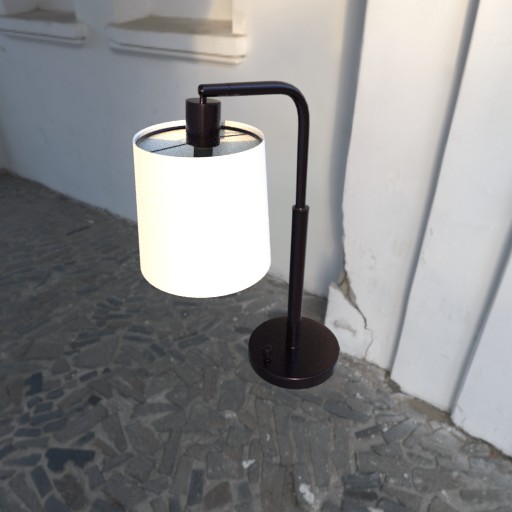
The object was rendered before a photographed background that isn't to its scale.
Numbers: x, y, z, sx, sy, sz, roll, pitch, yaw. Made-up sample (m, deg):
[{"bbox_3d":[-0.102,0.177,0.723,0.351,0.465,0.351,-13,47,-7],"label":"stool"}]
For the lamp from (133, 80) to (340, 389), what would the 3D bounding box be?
[{"bbox_3d":[0.000,0.000,0.643,0.333,0.489,0.171,-20,37,-29],"label":"lamp"}]
